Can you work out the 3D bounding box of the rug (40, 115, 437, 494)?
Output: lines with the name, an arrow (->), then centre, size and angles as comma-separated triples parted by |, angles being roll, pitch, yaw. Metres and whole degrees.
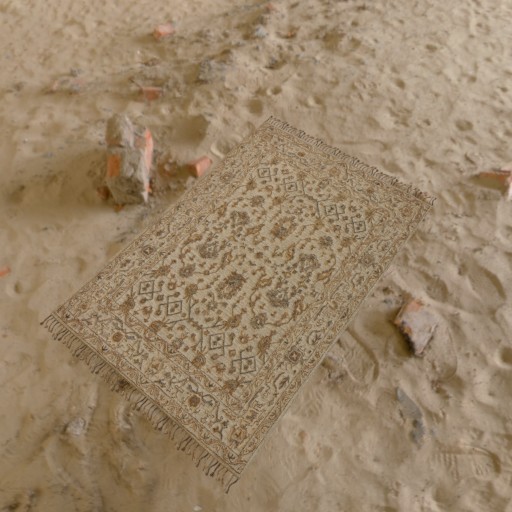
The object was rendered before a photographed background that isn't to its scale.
rug -> 0.000, 0.000, 2.998 | 1.529, 0.027, 2.434 | 33, 63, 19
